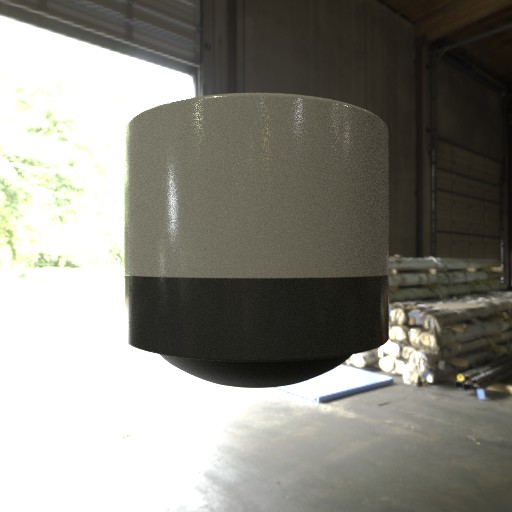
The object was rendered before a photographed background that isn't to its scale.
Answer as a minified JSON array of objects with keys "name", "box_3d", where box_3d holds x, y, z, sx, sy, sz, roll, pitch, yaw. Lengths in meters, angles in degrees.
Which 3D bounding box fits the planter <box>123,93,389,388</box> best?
[{"name":"planter","box_3d":[0.000,0.000,0.336,0.193,0.177,0.193,0,-1,0]}]
